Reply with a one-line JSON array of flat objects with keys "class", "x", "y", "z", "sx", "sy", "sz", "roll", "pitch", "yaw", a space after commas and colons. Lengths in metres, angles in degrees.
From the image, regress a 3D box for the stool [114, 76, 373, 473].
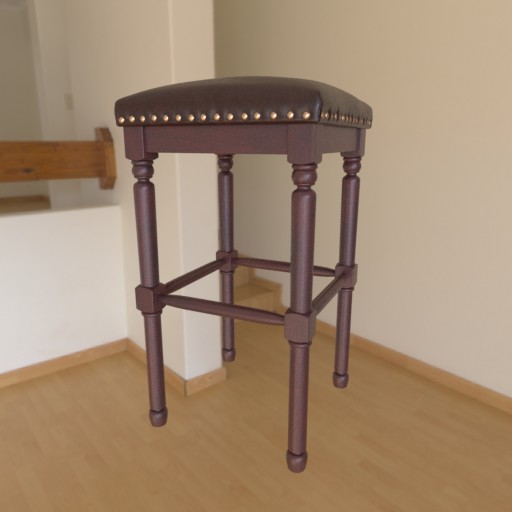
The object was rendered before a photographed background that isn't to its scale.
[{"class": "stool", "x": 0.000, "y": 0.000, "z": 0.939, "sx": 0.383, "sy": 0.702, "sz": 0.382, "roll": 7, "pitch": 16, "yaw": 24}]
